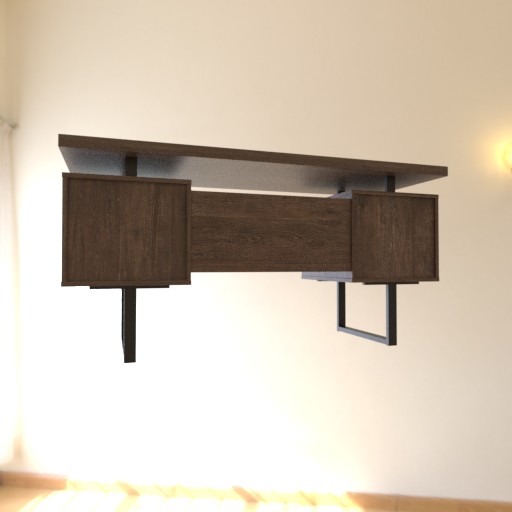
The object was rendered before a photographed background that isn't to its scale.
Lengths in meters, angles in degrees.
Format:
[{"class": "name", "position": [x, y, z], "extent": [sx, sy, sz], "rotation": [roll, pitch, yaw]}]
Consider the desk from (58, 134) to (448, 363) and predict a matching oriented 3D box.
[{"class": "desk", "position": [0.000, 0.000, 1.928], "extent": [1.524, 0.760, 0.600], "rotation": [0, -1, -18]}]
